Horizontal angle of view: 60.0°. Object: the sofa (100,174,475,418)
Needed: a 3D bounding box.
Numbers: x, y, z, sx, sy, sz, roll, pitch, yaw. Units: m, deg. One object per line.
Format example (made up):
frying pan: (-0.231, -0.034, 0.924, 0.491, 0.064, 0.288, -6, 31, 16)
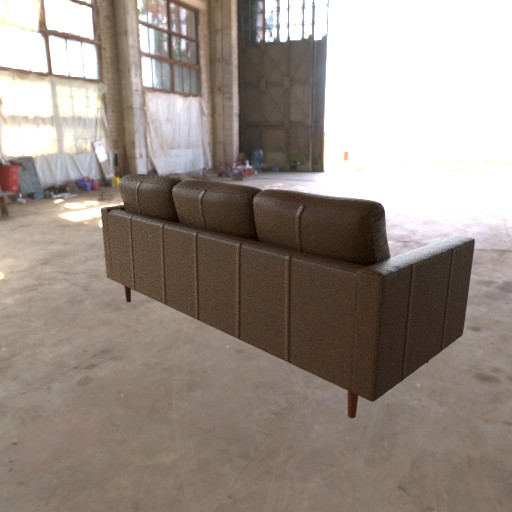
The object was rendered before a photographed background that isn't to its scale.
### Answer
sofa: (0.000, 0.000, 2.714, 0.903, 0.930, 2.231, -14, 20, -42)
